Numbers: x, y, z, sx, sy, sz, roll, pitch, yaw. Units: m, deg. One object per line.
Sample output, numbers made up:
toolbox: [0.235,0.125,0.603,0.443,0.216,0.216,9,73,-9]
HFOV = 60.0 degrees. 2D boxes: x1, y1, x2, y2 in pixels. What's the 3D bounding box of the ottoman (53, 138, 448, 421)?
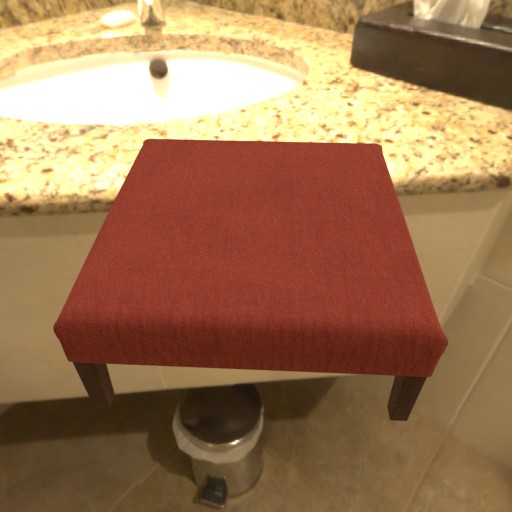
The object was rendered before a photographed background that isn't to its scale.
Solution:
ottoman: [0.000,0.000,1.417,0.889,0.411,0.890,2,42,2]
